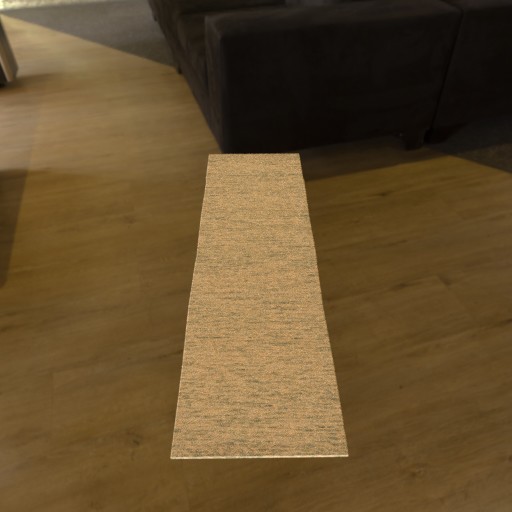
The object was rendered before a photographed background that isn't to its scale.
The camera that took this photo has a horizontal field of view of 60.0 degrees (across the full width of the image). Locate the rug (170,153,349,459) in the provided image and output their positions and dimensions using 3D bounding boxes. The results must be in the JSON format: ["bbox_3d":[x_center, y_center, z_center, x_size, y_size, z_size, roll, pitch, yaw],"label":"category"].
[{"bbox_3d":[0.000,0.000,2.550,0.700,0.014,2.290,0,43,-1],"label":"rug"}]
